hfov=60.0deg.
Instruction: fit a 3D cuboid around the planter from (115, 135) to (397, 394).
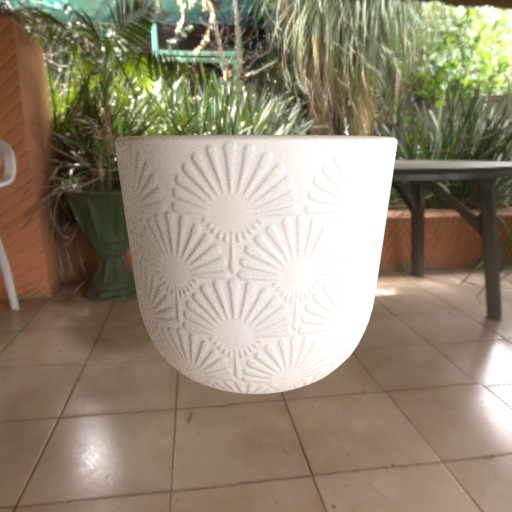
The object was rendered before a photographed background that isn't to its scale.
[{"bbox_3d":[0.000,0.000,0.295,0.170,0.152,0.170,0,14,0],"label":"planter"}]
